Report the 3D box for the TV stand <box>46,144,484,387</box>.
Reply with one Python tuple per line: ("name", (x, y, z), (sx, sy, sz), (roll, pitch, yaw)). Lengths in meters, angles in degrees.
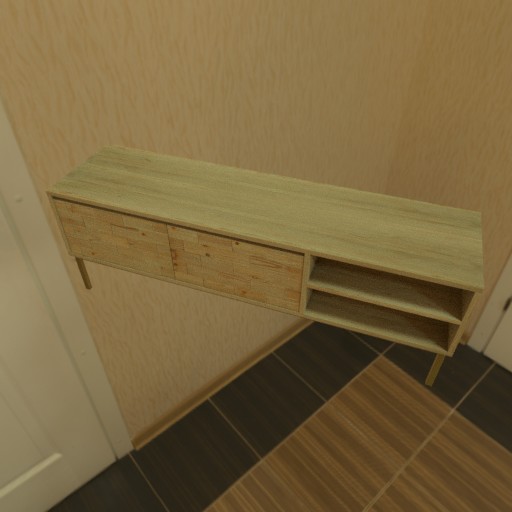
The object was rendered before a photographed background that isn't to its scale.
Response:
("TV stand", (0.000, 0.000, 1.859), (1.600, 0.550, 0.420), (13, 43, 15))
